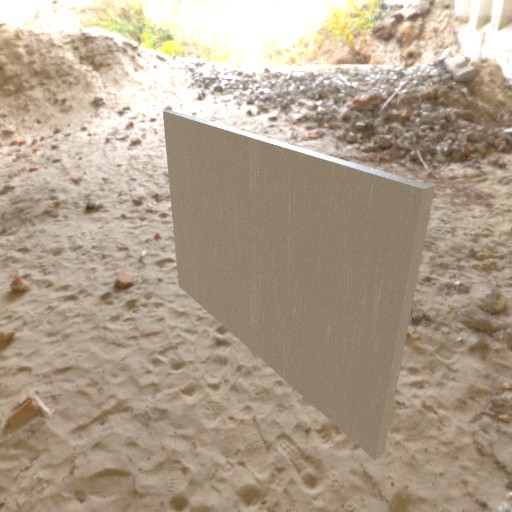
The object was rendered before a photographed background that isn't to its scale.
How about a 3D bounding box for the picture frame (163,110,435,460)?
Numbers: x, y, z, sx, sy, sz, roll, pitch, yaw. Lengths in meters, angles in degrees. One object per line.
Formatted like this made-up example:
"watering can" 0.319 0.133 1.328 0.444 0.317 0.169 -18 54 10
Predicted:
"picture frame" 0.000 0.000 1.206 0.029 0.640 0.950 -19 32 -32
